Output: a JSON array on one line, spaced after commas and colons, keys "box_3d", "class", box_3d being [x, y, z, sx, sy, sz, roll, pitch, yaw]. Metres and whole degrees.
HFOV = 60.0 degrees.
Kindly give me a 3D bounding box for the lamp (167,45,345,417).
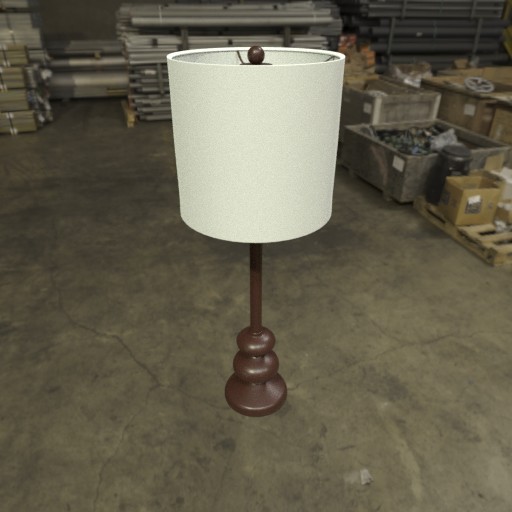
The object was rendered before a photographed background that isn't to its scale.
[{"box_3d": [0.000, 0.000, 0.802, 0.254, 0.690, 0.254, -7, 31, -13], "class": "lamp"}]
